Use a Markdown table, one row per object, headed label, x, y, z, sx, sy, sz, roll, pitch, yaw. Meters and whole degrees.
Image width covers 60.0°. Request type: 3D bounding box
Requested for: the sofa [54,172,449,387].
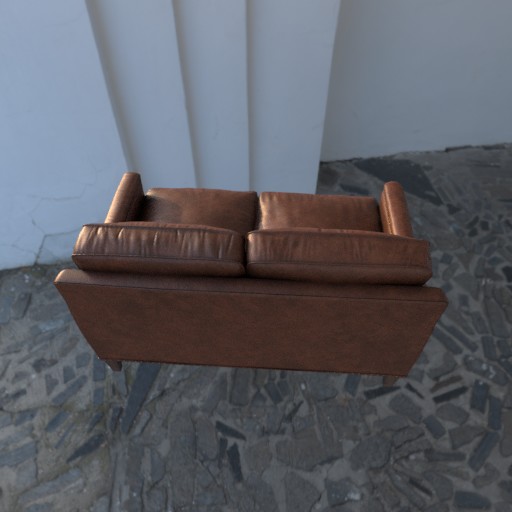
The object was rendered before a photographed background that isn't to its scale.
| label | x | y | z | sx | sy | sz | roll | pitch | yaw |
| --- | --- | --- | --- | --- | --- | --- | --- | --- | --- |
| sofa | 0.000 | 0.000 | 2.286 | 1.628 | 1.003 | 1.083 | 3 | 46 | 3 |
